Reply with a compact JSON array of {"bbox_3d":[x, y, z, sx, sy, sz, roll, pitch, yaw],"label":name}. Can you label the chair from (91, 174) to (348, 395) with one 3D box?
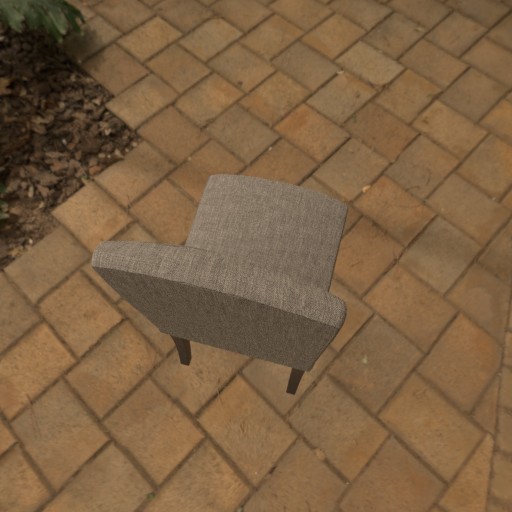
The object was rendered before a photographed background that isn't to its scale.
[{"bbox_3d":[0.000,0.000,1.227,0.451,0.917,0.580,13,65,7],"label":"chair"}]
